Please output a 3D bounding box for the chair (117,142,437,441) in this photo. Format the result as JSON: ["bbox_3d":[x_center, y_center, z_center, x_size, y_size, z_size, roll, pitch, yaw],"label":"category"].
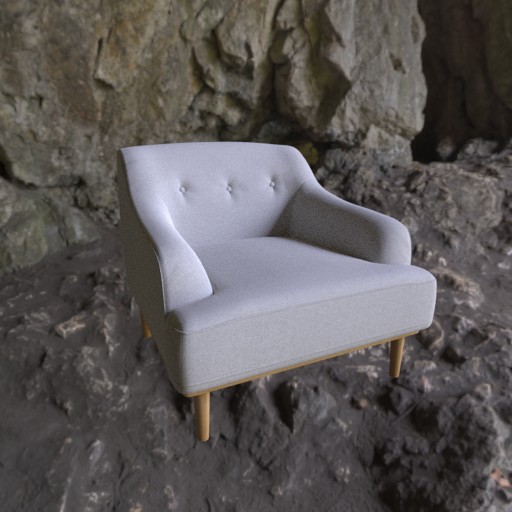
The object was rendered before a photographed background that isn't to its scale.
[{"bbox_3d":[0.000,0.000,1.686,0.946,0.818,0.951,-8,18,-26],"label":"chair"}]
